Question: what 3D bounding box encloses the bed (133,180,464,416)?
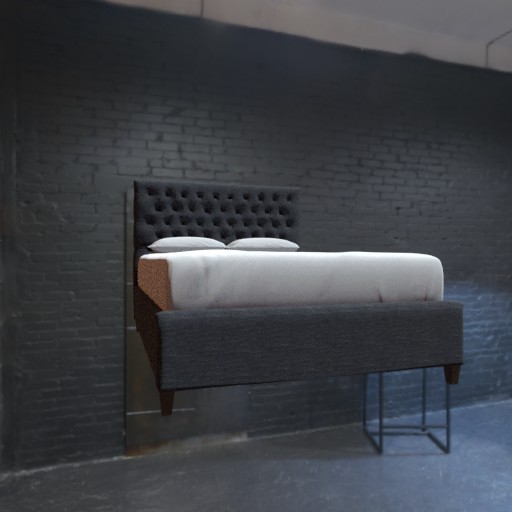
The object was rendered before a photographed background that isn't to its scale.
[{"bbox_3d":[0.000,0.000,3.330,1.698,1.427,2.387,0,0,-18],"label":"bed"}]
